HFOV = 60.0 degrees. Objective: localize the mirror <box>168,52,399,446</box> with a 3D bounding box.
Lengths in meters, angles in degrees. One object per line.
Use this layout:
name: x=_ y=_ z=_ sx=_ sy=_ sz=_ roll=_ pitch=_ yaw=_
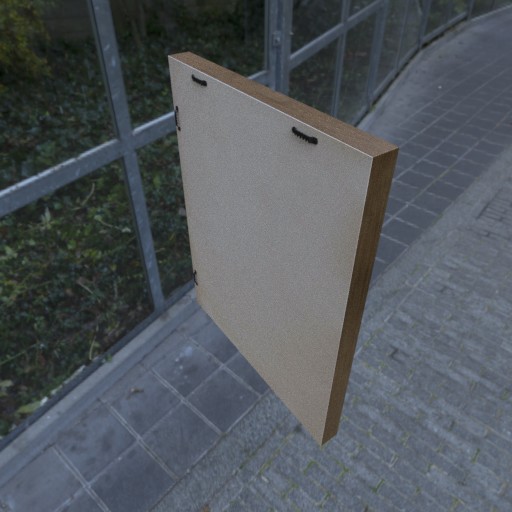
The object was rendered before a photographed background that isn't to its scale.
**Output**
mirror: x=0.000 y=0.000 z=0.691 sx=0.041 sy=0.508 sz=0.405 roll=-24 pitch=45 yaw=-27
